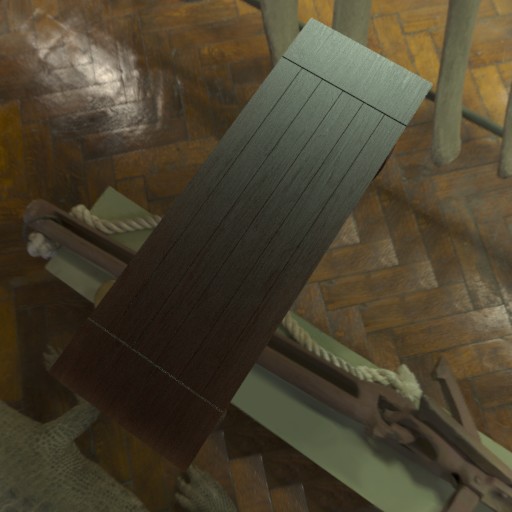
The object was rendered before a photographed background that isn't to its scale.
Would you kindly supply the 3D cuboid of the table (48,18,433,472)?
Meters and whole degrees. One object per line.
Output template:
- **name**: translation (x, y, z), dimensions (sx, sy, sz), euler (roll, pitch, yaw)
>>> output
- **table**: translation (0.000, 0.000, 1.392), dimensions (0.373, 0.768, 1.062), euler (33, 79, 7)
